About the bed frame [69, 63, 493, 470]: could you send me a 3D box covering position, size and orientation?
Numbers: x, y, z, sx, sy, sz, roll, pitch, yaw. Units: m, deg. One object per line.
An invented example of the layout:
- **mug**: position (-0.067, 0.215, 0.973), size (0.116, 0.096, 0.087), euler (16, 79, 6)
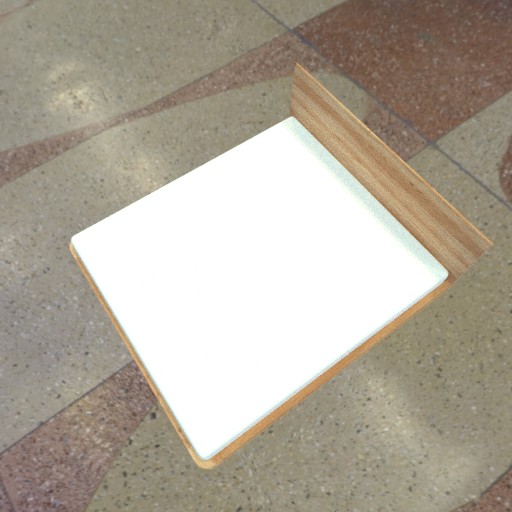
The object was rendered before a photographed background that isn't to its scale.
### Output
- **bed frame**: position (0.000, 0.000, 3.089), size (2.092, 0.940, 1.872), euler (-32, 68, -15)
